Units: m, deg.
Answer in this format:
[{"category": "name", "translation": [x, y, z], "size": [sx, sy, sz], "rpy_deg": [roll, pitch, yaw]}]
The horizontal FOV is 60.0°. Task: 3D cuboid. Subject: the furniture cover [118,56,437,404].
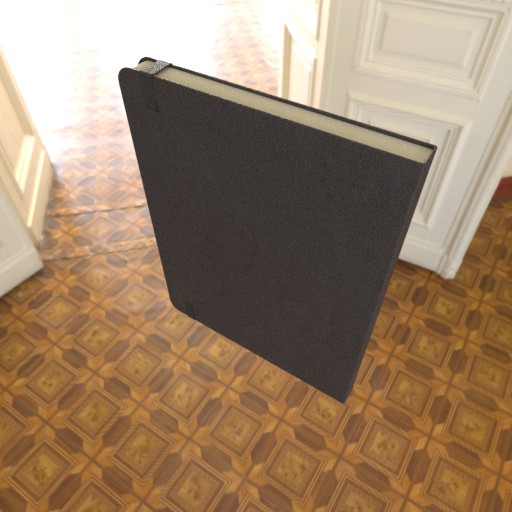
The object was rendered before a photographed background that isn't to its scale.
[{"category": "furniture cover", "translation": [0.000, 0.000, 0.371], "size": [0.216, 0.281, 0.023], "rpy_deg": [25, 52, 21]}]
